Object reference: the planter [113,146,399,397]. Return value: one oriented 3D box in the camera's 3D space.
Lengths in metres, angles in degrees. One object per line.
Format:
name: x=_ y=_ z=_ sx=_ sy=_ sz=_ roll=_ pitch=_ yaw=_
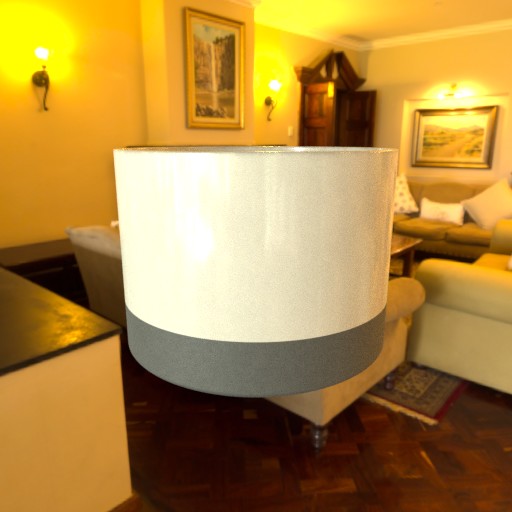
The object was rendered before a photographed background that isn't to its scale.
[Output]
planter: x=0.000 y=0.000 z=0.222 sx=0.128 sy=0.105 sz=0.128 roll=0 pitch=15 yaw=0
